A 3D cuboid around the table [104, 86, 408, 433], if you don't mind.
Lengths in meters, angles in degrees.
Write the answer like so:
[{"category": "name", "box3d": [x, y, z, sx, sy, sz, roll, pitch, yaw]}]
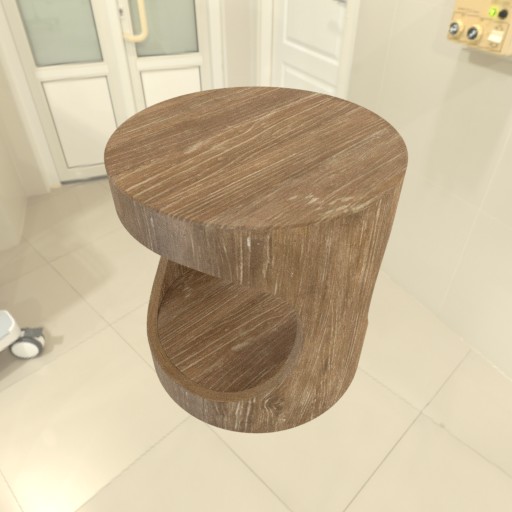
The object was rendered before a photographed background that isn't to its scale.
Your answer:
[{"category": "table", "box3d": [0.000, 0.000, 0.971, 0.527, 0.551, 0.527, 0, 40, 0]}]
